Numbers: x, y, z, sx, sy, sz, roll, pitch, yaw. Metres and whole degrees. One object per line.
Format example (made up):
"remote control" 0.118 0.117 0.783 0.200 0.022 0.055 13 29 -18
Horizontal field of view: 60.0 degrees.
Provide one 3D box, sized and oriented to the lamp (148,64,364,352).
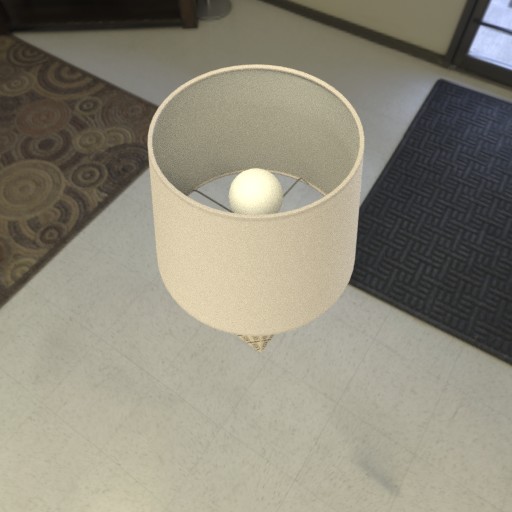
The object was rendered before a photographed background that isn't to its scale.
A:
"lamp" 0.000 0.000 0.593 0.251 0.435 0.251 0 58 0
